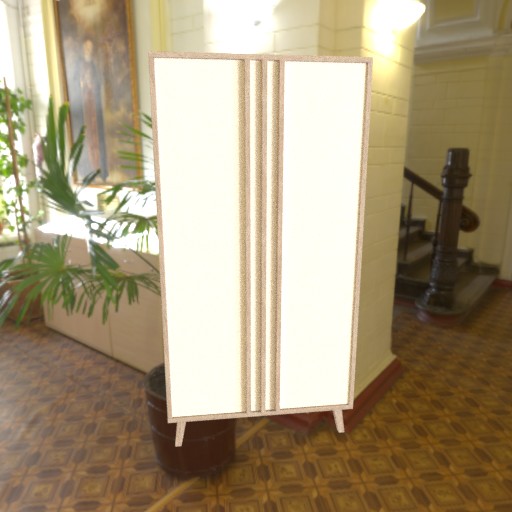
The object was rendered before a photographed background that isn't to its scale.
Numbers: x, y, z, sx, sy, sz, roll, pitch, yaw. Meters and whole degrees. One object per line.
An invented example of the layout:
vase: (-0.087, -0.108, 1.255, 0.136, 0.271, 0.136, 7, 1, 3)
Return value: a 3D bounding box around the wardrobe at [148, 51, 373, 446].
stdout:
wardrobe: (0.000, 0.000, 2.448, 1.000, 1.960, 0.600, -2, 14, -7)
